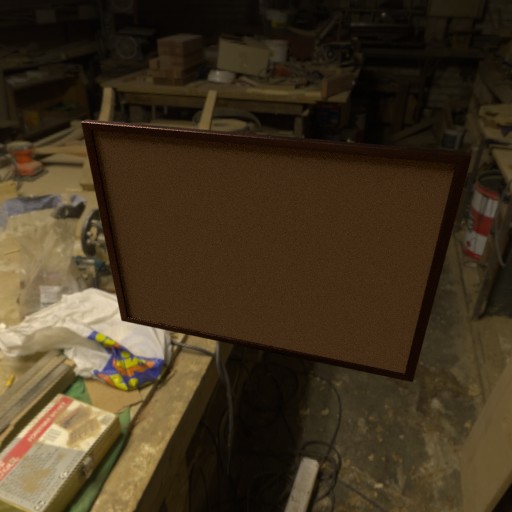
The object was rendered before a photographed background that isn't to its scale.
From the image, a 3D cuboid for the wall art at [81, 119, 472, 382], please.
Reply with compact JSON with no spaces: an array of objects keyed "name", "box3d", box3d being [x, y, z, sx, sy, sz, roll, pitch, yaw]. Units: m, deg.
[{"name":"wall art","box3d":[0.000,0.000,0.557,0.431,0.304,0.012,9,33,14]}]
